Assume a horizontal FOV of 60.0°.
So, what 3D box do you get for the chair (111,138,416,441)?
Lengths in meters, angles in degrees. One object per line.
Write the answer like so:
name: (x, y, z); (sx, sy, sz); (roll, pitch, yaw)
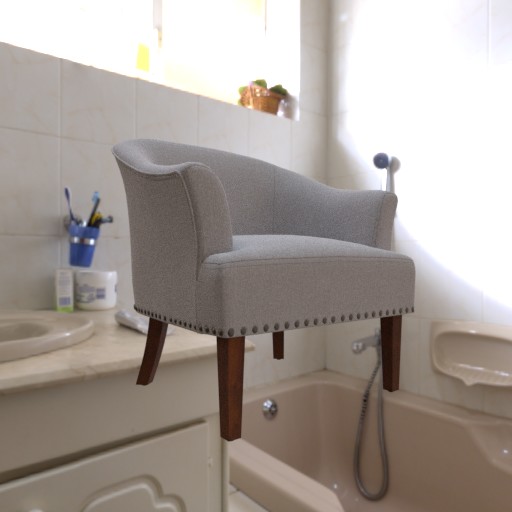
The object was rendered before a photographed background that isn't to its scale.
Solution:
chair: (0.000, 0.000, 1.400); (0.798, 0.815, 0.704); (0, 0, -37)
